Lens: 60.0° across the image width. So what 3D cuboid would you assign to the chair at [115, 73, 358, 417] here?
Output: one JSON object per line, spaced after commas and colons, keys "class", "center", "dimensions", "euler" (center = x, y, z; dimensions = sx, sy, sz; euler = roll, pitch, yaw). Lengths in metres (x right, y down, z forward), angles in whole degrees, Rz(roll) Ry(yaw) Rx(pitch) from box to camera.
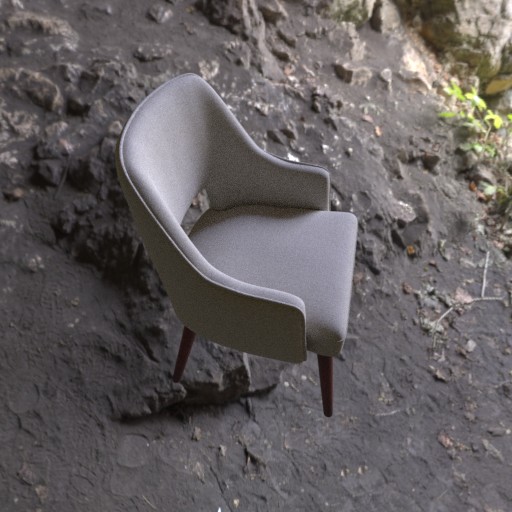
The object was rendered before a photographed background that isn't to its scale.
{"class": "chair", "center": [0.000, 0.000, 1.243], "dimensions": [0.580, 0.840, 0.560], "euler": [9, 47, 9]}
